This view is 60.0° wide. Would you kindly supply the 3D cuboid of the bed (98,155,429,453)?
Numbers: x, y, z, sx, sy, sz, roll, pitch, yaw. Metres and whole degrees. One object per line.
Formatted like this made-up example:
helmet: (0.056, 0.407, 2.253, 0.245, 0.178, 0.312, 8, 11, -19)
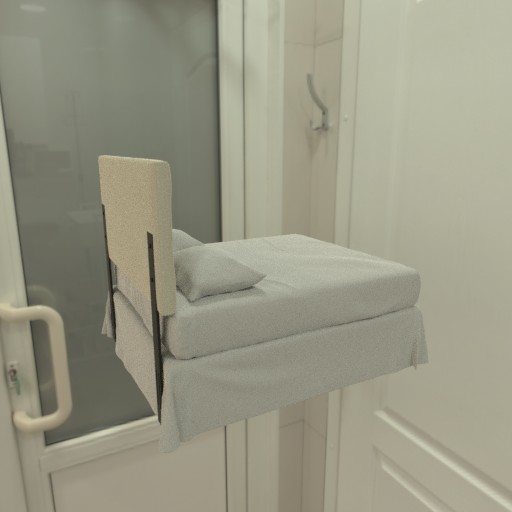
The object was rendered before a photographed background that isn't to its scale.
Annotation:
bed: (0.000, 0.000, 3.570, 2.222, 1.577, 1.936, -7, 16, -28)
